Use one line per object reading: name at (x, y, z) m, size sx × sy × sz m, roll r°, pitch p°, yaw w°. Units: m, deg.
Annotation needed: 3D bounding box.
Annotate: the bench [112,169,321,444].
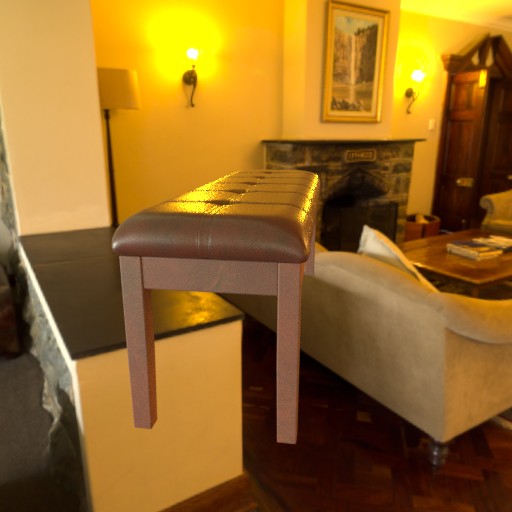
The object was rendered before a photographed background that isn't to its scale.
bench at (0.000, 0.000, 1.496) m, size 0.401 × 0.491 × 1.259 m, roll 2°, pitch 16°, yaw 9°
